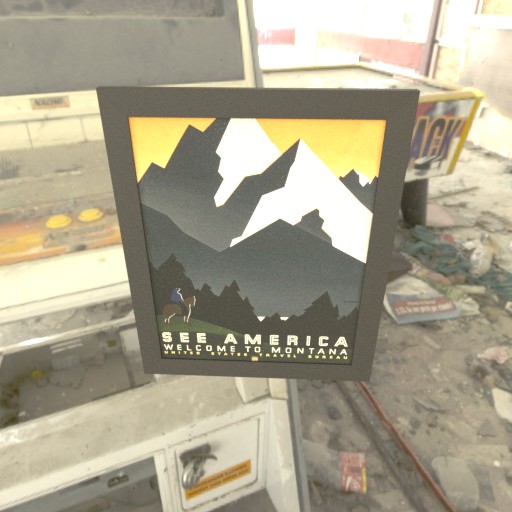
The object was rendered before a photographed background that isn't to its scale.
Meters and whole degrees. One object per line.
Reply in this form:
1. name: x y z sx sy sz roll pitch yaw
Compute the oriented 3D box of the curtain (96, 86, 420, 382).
1. curtain: 0.000 0.000 0.816 0.483 0.585 0.027 1 30 2
